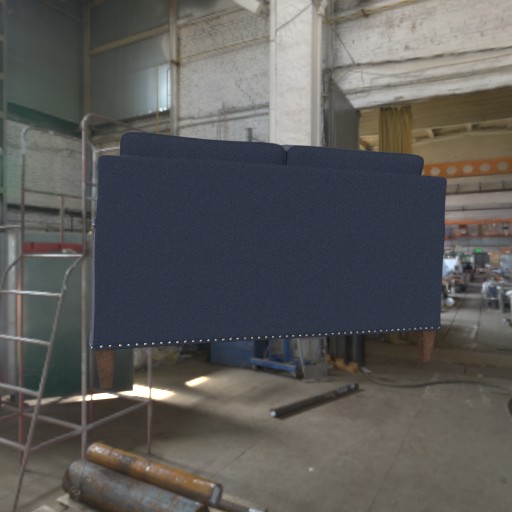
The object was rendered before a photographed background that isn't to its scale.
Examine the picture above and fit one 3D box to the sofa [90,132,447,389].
[{"bbox_3d":[0.000,0.000,2.292,1.597,1.003,1.084,0,0,-17],"label":"sofa"}]
